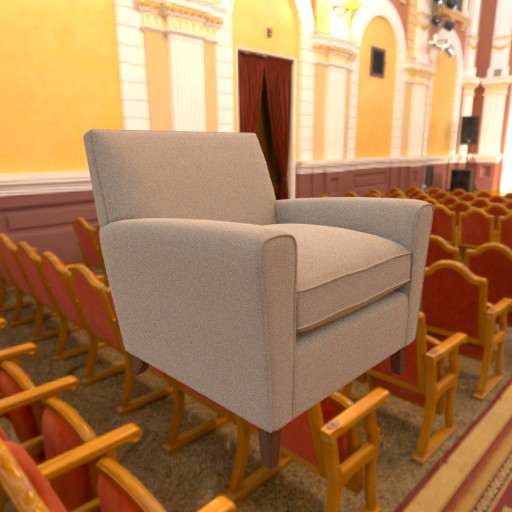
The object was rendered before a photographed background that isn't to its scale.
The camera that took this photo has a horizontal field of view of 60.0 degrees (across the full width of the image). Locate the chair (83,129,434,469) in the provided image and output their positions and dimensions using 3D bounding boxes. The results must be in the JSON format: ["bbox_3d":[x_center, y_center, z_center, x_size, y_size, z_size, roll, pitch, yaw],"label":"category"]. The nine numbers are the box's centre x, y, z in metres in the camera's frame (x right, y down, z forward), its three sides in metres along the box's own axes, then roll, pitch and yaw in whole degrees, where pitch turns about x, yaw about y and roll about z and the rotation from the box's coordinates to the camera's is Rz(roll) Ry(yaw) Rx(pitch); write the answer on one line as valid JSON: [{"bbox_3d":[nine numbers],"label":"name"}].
[{"bbox_3d":[0.000,0.000,1.535,0.840,0.846,0.871,-14,20,-43],"label":"chair"}]
